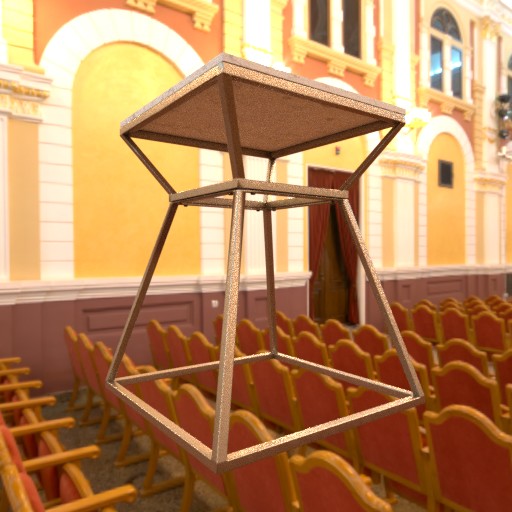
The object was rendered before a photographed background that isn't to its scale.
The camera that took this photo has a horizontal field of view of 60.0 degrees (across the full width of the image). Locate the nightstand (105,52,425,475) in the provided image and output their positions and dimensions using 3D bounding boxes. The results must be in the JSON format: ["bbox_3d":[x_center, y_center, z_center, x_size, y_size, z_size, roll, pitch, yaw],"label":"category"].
[{"bbox_3d":[0.000,0.000,0.879,0.455,0.554,0.455,0,1,-36],"label":"nightstand"}]
